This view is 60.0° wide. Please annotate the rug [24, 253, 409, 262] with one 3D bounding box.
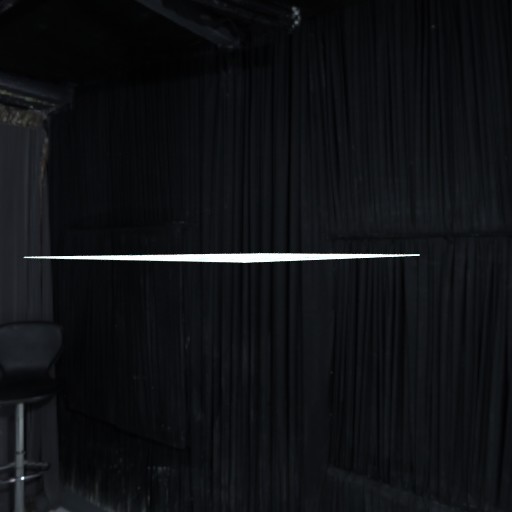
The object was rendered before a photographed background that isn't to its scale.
[{"bbox_3d":[0.000,0.000,2.987,1.566,0.004,2.363,1,1,36],"label":"rug"}]
